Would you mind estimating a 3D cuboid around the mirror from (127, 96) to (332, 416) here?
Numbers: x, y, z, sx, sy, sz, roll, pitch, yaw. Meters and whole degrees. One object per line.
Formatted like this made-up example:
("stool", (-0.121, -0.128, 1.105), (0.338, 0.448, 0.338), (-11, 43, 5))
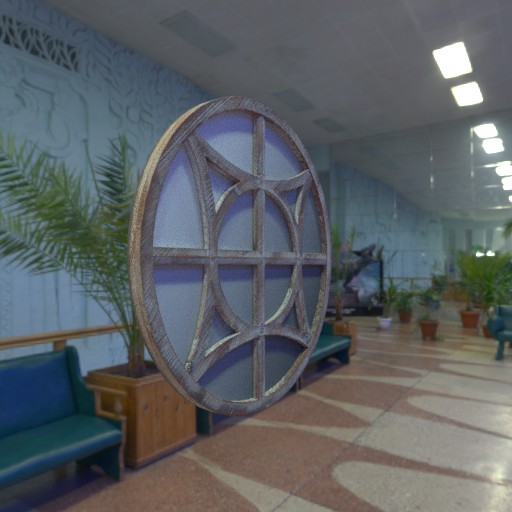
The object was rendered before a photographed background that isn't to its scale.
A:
("mirror", (0.000, 0.000, 1.038), (0.038, 0.710, 0.710), (-1, -1, 36))
